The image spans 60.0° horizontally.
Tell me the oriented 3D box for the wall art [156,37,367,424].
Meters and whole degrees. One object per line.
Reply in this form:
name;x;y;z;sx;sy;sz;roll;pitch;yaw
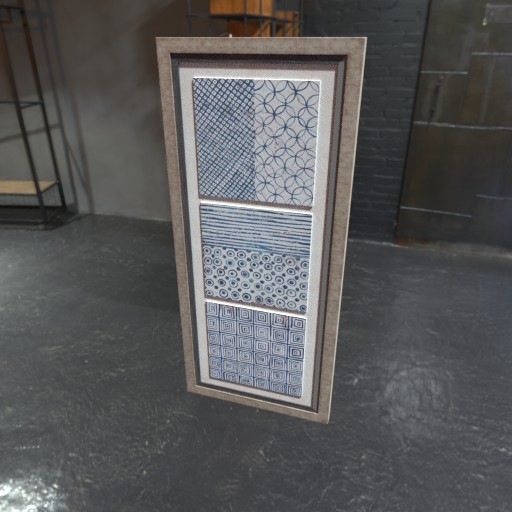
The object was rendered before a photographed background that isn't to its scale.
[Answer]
wall art;0.000;0.000;1.651;0.648;1.461;0.051;8;27;16
